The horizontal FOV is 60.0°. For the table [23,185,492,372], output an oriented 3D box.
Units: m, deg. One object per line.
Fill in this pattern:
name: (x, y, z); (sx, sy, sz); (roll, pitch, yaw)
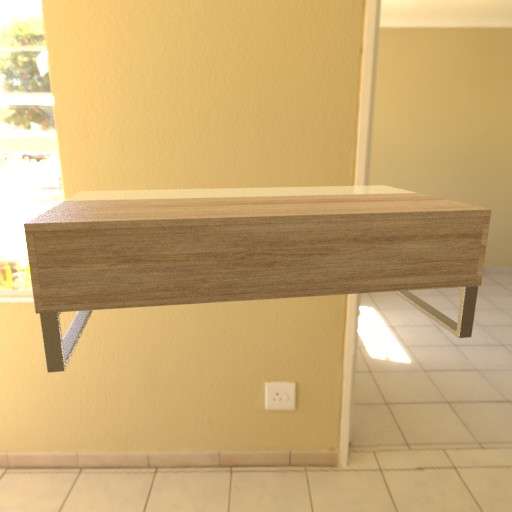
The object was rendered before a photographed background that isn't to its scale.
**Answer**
table: (0.000, 0.000, 1.355); (1.100, 0.350, 0.600); (-3, 15, -10)
